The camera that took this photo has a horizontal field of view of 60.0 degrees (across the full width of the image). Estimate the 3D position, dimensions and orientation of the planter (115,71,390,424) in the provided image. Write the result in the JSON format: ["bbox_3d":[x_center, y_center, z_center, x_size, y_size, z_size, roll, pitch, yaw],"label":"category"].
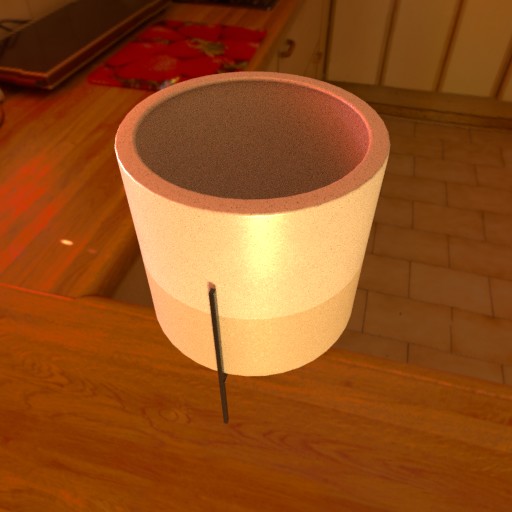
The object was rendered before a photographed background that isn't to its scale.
[{"bbox_3d":[0.000,0.000,0.755,0.368,0.484,0.359,-11,46,-10],"label":"planter"}]
